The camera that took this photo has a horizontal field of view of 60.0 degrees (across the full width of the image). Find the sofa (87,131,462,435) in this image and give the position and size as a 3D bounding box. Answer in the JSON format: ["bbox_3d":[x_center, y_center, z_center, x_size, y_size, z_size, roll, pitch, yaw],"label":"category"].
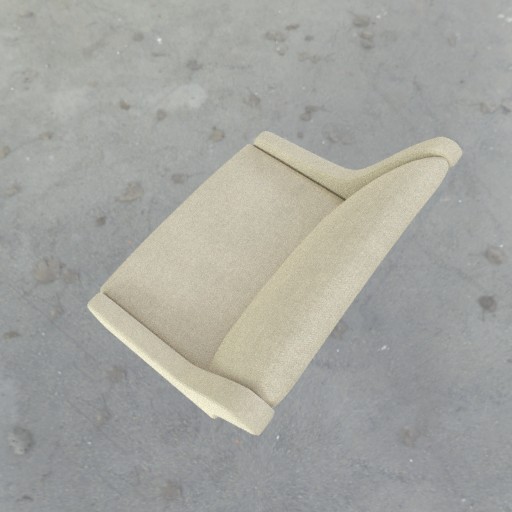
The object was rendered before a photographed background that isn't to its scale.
[{"bbox_3d":[0.000,0.000,1.894,0.946,0.976,1.212,35,68,17],"label":"sofa"}]
